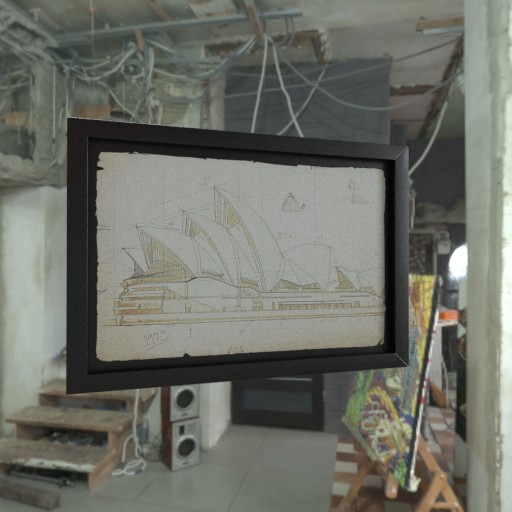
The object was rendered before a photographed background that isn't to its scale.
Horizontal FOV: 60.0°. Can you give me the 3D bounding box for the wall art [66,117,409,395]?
[{"bbox_3d":[0.000,0.000,0.558,0.440,0.306,0.013,0,0,-17],"label":"wall art"}]
